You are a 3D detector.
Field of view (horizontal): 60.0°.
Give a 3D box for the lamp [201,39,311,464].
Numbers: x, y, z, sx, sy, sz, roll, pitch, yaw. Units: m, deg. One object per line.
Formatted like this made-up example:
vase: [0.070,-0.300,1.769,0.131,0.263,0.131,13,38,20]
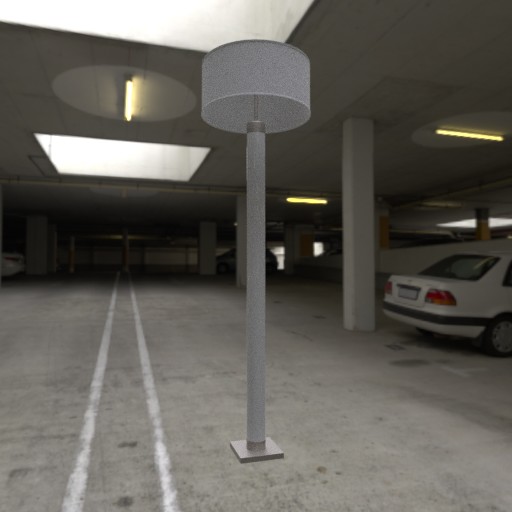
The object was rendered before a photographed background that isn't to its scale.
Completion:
lamp: [0.000,0.000,1.685,0.420,1.475,0.420,1,-2,-17]
